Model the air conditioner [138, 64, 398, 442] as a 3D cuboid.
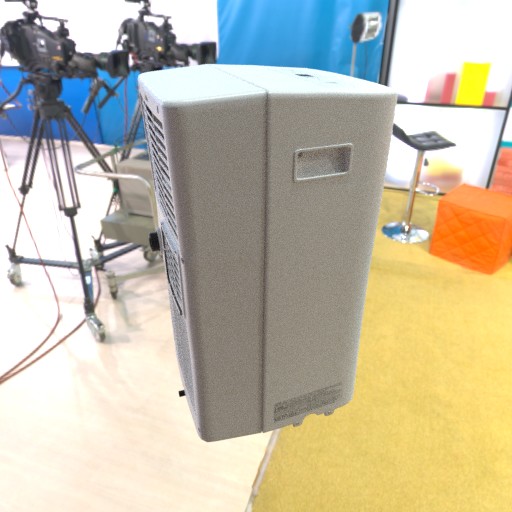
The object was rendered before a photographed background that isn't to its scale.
[{"bbox_3d":[0.000,0.000,0.789,0.349,0.606,0.304,-10,31,-17],"label":"air conditioner"}]
